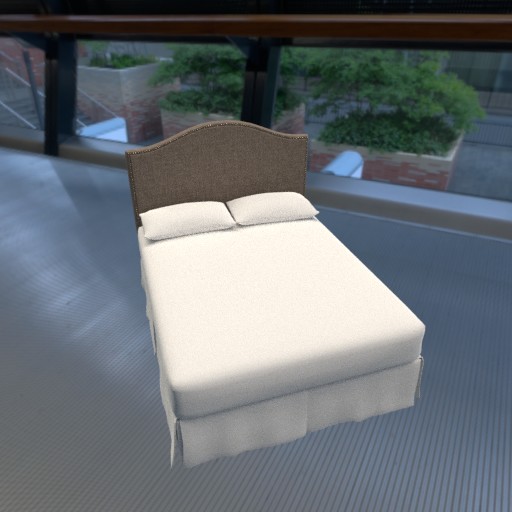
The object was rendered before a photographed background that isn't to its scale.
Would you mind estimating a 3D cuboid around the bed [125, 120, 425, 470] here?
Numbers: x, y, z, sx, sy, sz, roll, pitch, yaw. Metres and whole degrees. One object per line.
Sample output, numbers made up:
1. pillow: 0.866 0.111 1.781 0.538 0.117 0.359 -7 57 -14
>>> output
1. bed: 0.000 0.000 3.307 1.713 1.518 2.153 -9 32 -15
